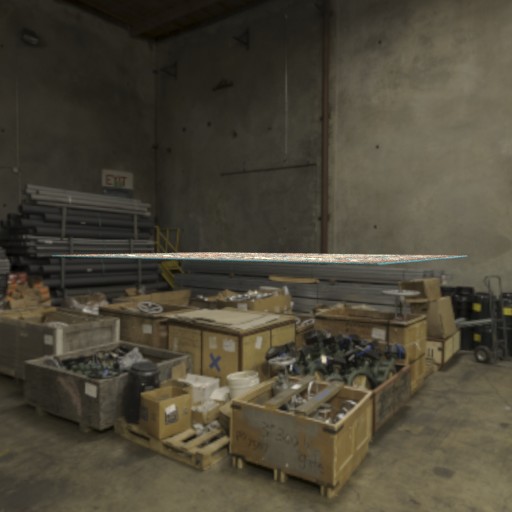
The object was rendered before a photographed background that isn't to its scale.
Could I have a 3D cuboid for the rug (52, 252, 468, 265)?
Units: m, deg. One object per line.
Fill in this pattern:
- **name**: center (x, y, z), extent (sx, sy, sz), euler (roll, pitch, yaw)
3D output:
- **rug**: center (0.000, 0.000, 3.024), extent (2.373, 0.009, 1.622), euler (1, 2, 36)
